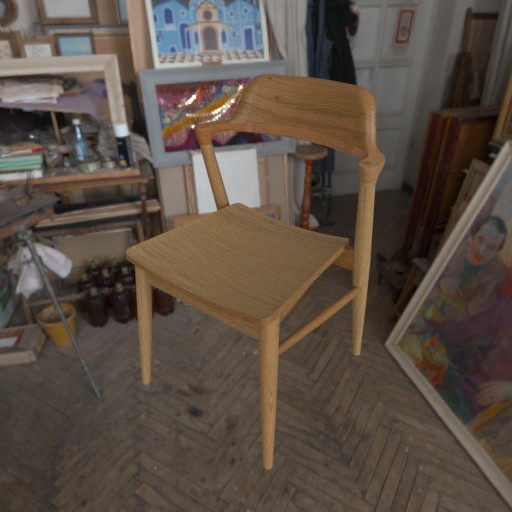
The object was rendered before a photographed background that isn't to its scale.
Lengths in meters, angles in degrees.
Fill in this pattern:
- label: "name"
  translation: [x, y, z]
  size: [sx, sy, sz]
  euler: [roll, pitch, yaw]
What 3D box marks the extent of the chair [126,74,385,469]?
- label: "chair"
  translation: [0.000, 0.000, 1.132]
  size: [0.512, 0.792, 0.499]
  euler: [22, 38, 31]
